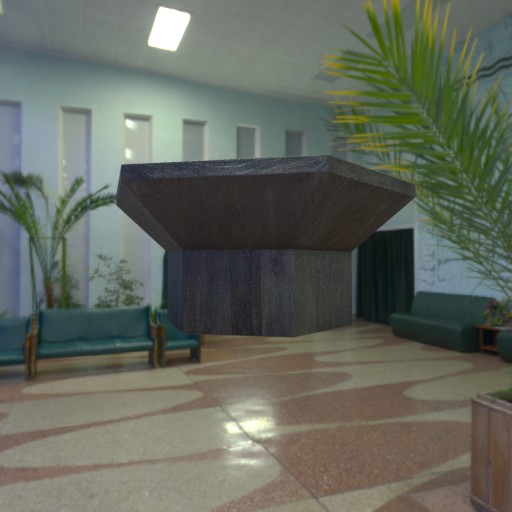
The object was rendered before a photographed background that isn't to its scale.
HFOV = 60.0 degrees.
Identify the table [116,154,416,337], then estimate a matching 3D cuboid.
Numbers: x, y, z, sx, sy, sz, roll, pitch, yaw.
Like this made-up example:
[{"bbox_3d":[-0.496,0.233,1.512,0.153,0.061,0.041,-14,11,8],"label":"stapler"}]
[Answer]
[{"bbox_3d":[0.000,0.000,1.624,0.966,0.488,1.115,0,-1,-19],"label":"table"}]
